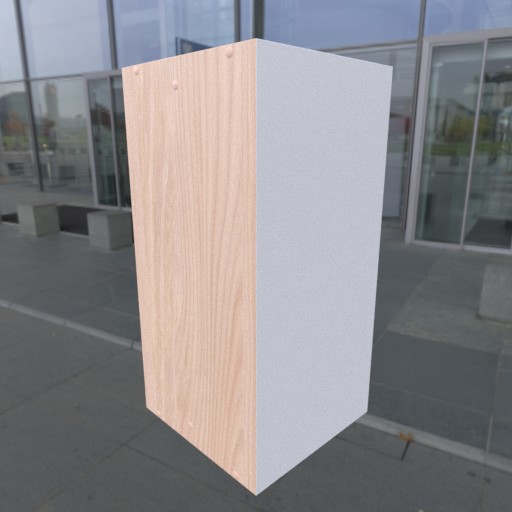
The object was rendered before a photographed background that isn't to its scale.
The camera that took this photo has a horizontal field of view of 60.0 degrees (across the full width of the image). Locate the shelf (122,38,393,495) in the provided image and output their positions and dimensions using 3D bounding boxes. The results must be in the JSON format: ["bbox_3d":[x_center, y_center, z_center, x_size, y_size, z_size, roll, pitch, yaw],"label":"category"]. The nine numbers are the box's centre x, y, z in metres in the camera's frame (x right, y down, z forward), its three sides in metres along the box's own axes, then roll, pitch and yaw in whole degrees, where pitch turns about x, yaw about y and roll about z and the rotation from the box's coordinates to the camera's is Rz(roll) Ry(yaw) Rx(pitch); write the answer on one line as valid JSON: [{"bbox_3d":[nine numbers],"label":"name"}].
[{"bbox_3d":[0.000,0.000,0.751,0.290,0.594,0.297,-14,21,-42],"label":"shelf"}]
